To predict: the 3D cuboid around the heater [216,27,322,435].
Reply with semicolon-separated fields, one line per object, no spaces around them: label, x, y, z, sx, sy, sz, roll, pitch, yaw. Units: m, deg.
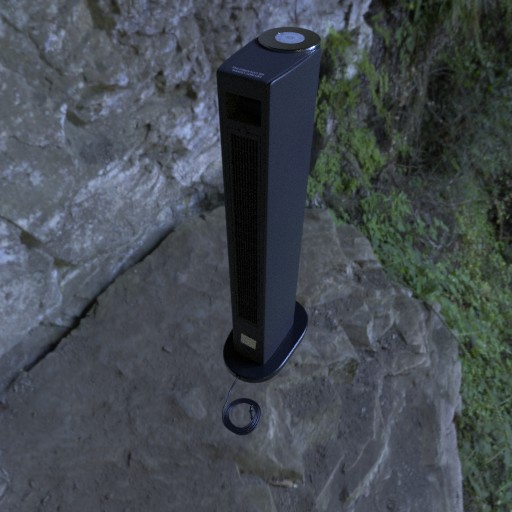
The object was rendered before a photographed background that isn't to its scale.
heater;0.000;0.000;1.000;0.214;0.856;0.458;22;50;20
